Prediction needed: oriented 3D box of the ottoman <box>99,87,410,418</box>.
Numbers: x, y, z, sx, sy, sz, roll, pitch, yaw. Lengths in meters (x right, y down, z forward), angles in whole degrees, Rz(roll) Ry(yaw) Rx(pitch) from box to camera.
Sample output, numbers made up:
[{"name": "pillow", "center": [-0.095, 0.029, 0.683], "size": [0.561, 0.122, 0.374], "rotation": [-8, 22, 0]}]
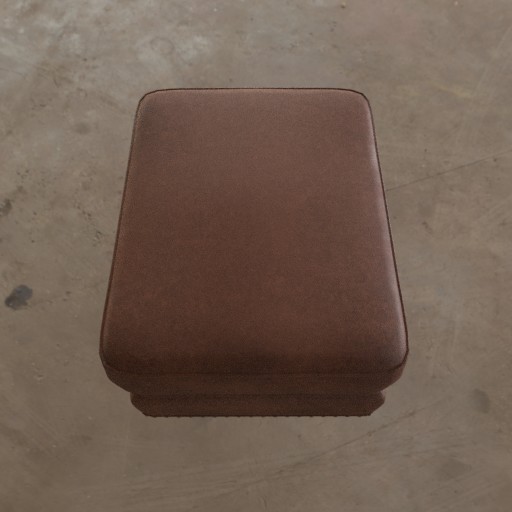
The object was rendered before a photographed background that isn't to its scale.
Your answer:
[{"name": "ottoman", "center": [0.000, 0.000, 1.122], "size": [0.589, 0.537, 0.738], "rotation": [0, 63, 0]}]
